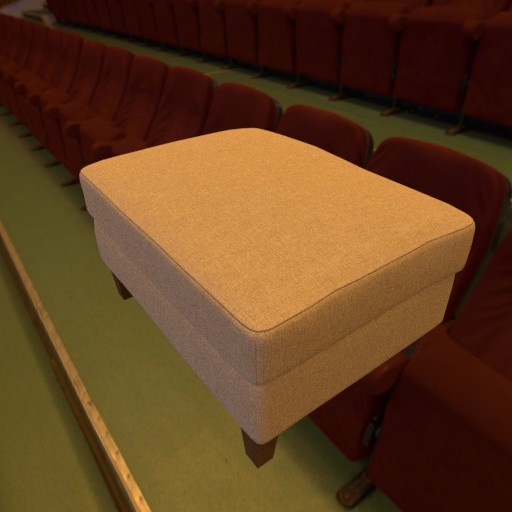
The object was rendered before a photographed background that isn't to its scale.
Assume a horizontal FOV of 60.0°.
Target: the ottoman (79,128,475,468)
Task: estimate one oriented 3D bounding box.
[{"bbox_3d":[0.000,0.000,1.278,0.677,0.519,0.898,-22,39,-30],"label":"ottoman"}]
